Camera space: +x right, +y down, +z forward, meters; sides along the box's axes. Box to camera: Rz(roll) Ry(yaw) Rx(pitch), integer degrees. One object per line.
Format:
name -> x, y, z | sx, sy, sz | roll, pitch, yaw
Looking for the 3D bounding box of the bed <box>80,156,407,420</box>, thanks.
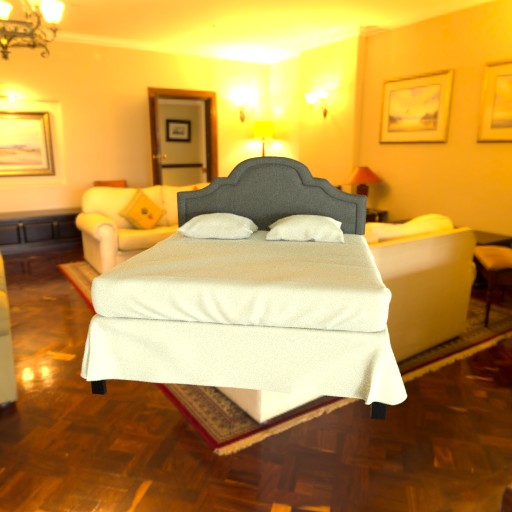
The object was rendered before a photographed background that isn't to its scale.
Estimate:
bed -> 0.000, 0.000, 3.780 | 2.303, 1.631, 2.222 | 2, 14, 9
